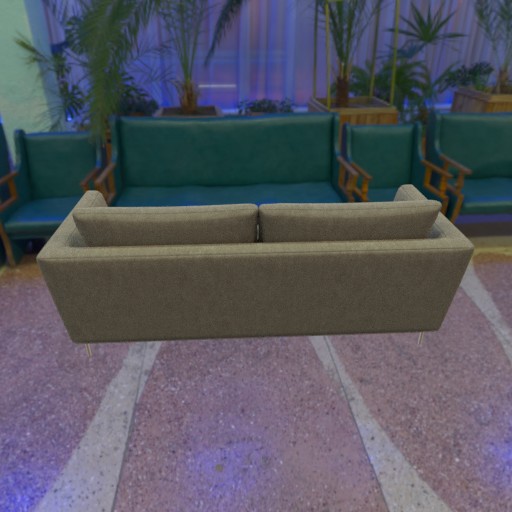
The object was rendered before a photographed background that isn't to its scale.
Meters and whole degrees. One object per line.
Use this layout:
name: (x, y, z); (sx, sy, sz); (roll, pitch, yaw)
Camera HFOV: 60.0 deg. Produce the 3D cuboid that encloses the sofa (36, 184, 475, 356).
sofa: (0.000, 0.000, 2.597); (2.121, 0.864, 0.889); (-1, 29, -3)
